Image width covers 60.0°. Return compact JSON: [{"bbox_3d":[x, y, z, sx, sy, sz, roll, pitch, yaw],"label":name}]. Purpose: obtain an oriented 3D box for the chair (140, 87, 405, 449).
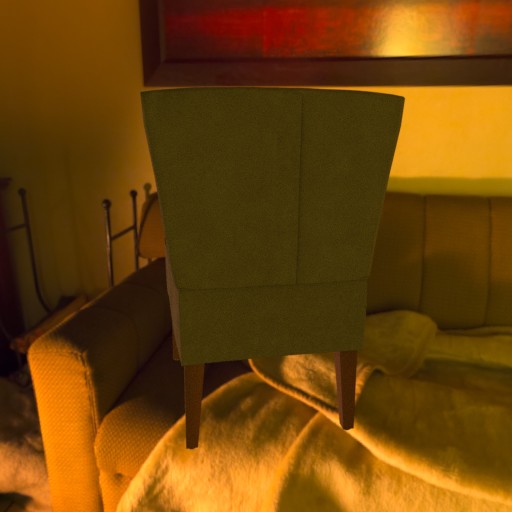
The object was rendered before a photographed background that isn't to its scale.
[{"bbox_3d":[0.000,0.000,1.191,0.521,0.806,0.554,-3,16,-10],"label":"chair"}]
